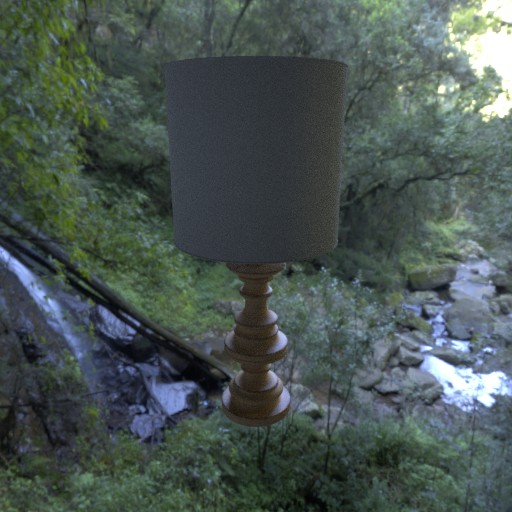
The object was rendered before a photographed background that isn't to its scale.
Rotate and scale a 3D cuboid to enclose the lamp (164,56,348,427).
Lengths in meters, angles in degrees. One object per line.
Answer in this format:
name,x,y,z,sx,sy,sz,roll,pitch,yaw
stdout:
lamp,0.000,0.000,0.579,0.208,0.455,0.208,-15,23,-40
